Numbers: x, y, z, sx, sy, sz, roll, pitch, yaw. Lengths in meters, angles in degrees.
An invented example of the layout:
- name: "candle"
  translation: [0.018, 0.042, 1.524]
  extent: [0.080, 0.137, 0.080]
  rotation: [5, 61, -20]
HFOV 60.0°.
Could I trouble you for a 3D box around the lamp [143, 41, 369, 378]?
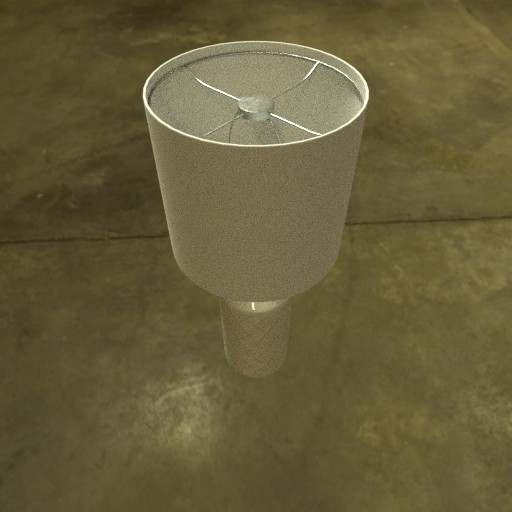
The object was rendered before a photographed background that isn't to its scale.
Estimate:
- name: "lamp"
  translation: [0.000, 0.000, 0.577]
  extent: [0.207, 0.461, 0.207]
  rotation: [33, 55, 27]
